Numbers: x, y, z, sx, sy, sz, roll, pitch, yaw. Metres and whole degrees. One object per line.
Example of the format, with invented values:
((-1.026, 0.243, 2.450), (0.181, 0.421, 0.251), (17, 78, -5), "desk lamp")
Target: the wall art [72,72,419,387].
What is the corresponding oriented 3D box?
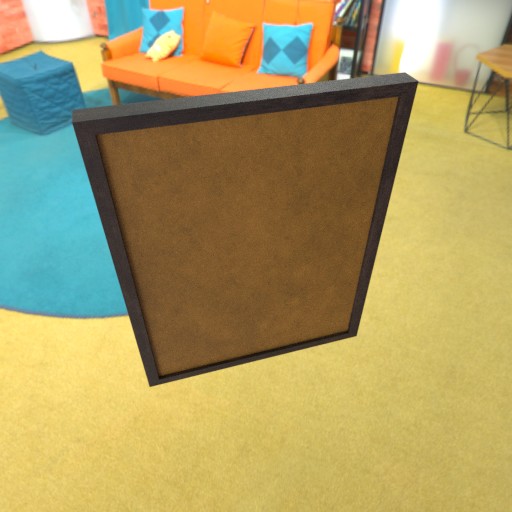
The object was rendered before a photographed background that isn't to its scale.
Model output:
((0.000, 0.000, 0.551), (0.329, 0.406, 0.027), (-11, 43, -12), "wall art")
